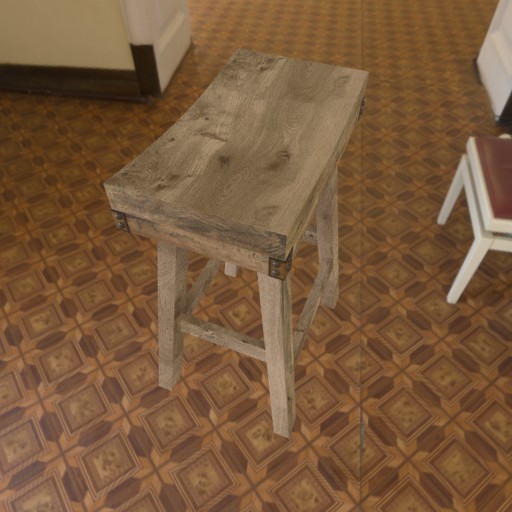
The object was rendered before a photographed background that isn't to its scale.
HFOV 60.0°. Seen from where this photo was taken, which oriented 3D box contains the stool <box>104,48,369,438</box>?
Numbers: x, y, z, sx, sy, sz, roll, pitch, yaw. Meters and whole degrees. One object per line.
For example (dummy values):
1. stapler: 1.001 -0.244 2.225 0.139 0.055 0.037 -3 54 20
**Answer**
1. stool: 0.000 0.000 0.918 0.330 0.635 0.450 17 50 14
